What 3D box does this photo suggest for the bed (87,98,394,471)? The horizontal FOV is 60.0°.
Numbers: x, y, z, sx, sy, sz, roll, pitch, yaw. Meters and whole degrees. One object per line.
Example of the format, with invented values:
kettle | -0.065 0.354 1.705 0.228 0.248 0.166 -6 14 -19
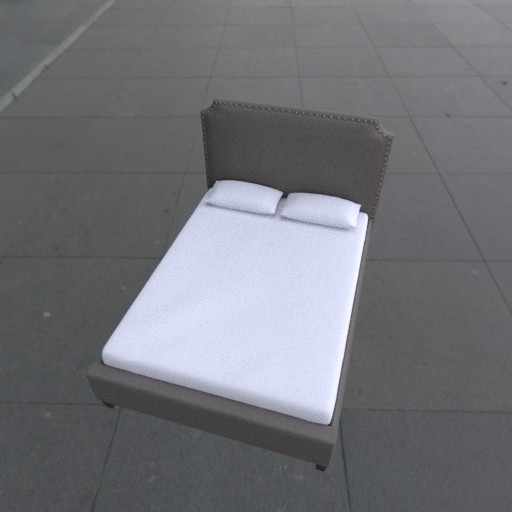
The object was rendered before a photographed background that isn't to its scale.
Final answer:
bed | 0.000 0.000 3.440 1.712 1.443 2.372 11 44 12
